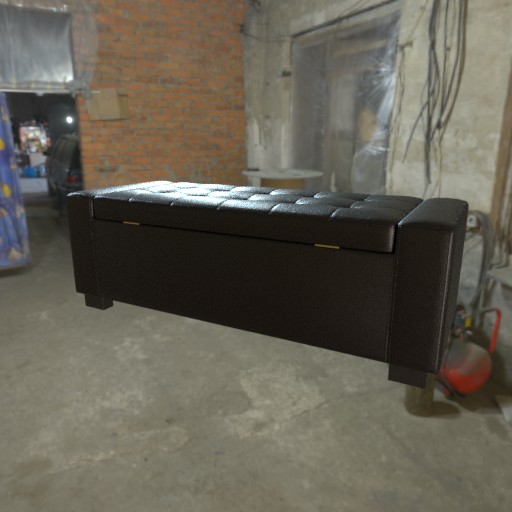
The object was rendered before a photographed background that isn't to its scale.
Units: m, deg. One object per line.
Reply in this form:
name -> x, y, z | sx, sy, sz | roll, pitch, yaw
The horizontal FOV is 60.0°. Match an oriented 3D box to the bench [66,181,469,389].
bench -> 0.000, 0.000, 1.563 | 1.296, 0.445, 0.508 | 8, 17, 27
